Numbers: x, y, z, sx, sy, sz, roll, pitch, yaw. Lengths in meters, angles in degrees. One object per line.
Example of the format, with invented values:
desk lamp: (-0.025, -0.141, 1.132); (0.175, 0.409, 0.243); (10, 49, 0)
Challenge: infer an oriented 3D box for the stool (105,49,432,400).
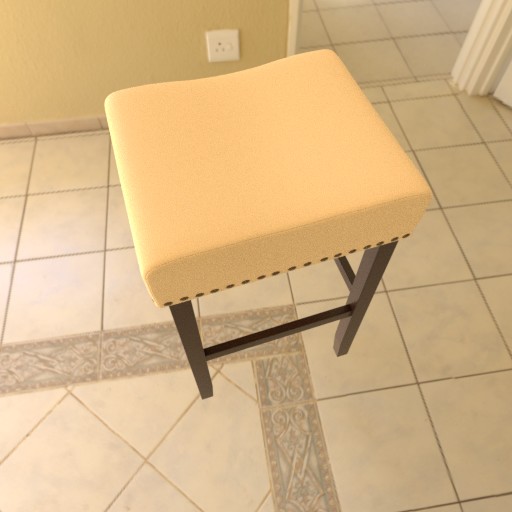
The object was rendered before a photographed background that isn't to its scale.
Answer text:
stool: (0.000, 0.000, 1.063); (0.471, 0.762, 0.401); (-15, 59, -10)
